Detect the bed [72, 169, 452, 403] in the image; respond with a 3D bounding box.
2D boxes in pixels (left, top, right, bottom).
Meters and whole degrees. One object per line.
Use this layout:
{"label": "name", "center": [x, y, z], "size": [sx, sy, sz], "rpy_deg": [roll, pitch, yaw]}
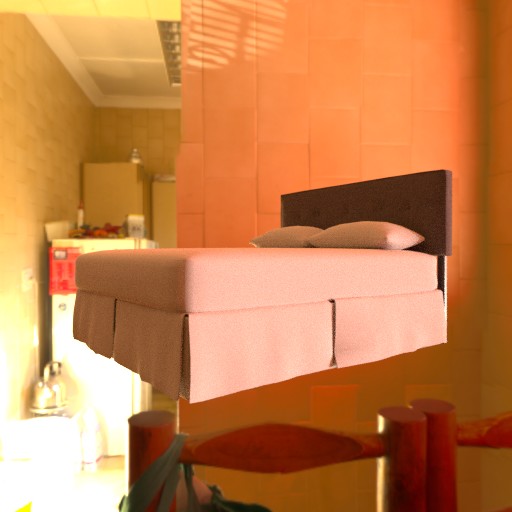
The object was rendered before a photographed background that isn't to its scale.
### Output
{"label": "bed", "center": [0.000, 0.000, 2.825], "size": [1.894, 1.089, 1.610], "rpy_deg": [0, 1, -37]}
